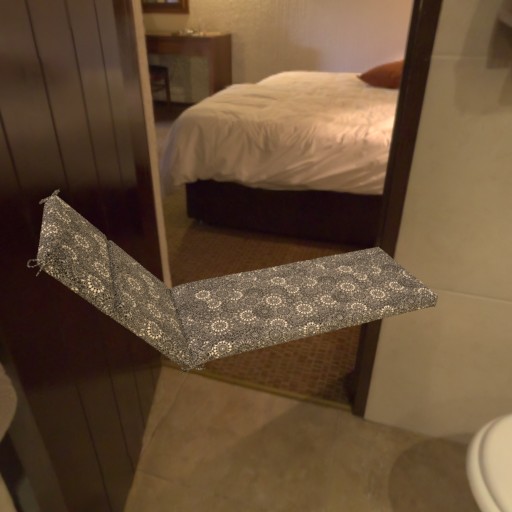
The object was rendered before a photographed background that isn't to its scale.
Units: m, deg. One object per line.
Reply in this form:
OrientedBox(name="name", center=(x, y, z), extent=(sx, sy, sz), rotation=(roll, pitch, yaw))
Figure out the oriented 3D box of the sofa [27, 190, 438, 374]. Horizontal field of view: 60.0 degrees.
OrientedBox(name="sofa", center=(0.000, 0.000, 1.939), extent=(1.663, 0.622, 0.582), rotation=(-10, 32, -17))
